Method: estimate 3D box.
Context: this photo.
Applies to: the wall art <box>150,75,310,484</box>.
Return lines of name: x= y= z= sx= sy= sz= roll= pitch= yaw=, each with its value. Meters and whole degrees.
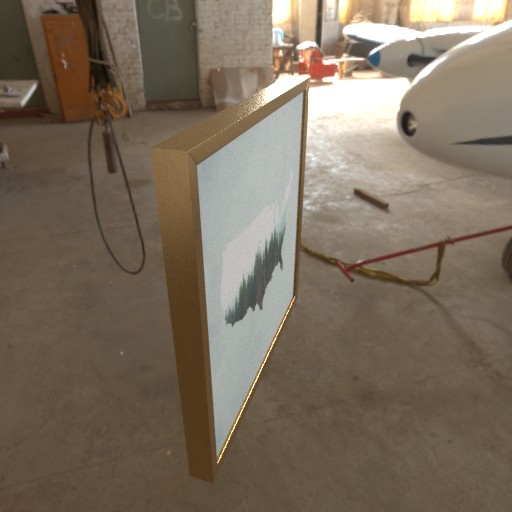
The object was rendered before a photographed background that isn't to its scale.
wall art: x=0.000 y=0.000 z=0.756 sx=0.040 sy=0.509 sz=0.509 roll=10 pitch=31 yaw=16
